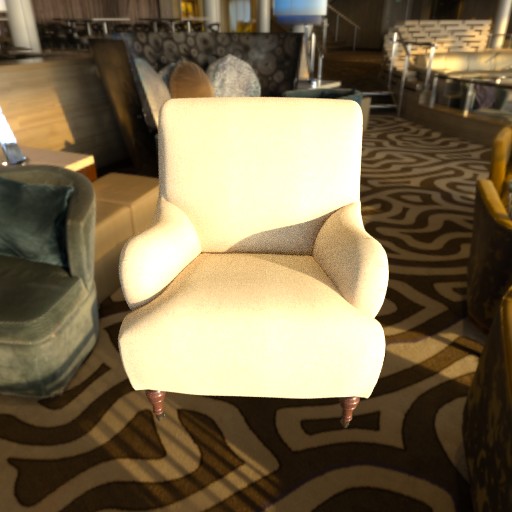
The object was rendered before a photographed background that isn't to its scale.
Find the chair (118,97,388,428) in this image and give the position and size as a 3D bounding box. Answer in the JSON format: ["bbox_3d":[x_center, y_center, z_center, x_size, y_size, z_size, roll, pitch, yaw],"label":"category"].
[{"bbox_3d":[0.000,0.000,1.521,0.766,0.944,0.842,1,28,2],"label":"chair"}]
